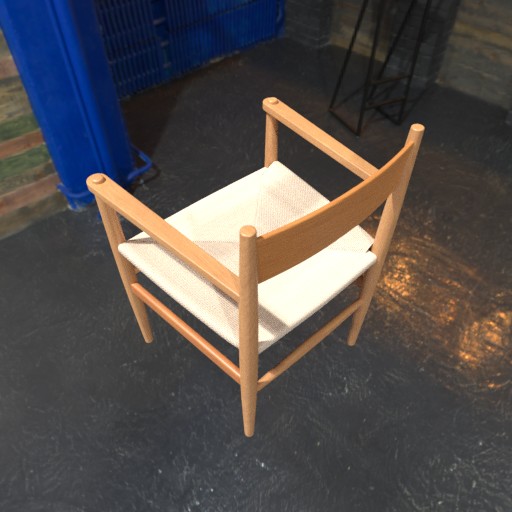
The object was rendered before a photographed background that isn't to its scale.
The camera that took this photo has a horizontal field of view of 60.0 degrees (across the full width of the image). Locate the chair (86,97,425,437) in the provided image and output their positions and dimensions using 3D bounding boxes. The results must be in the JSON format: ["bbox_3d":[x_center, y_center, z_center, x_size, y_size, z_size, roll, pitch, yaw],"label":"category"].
[{"bbox_3d":[0.000,0.000,1.127,0.556,0.762,0.495,-33,55,-27],"label":"chair"}]
